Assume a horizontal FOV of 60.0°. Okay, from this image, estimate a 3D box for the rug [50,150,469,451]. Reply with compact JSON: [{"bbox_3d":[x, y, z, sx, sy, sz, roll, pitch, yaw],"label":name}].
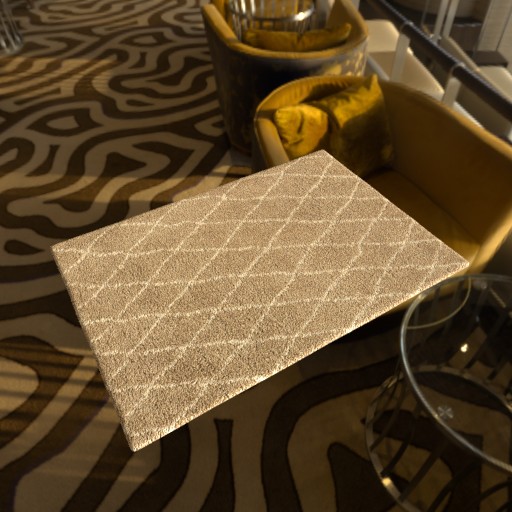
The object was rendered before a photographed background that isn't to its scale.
[{"bbox_3d":[0.000,0.000,2.270,1.778,0.030,1.219,-23,50,-21],"label":"rug"}]
